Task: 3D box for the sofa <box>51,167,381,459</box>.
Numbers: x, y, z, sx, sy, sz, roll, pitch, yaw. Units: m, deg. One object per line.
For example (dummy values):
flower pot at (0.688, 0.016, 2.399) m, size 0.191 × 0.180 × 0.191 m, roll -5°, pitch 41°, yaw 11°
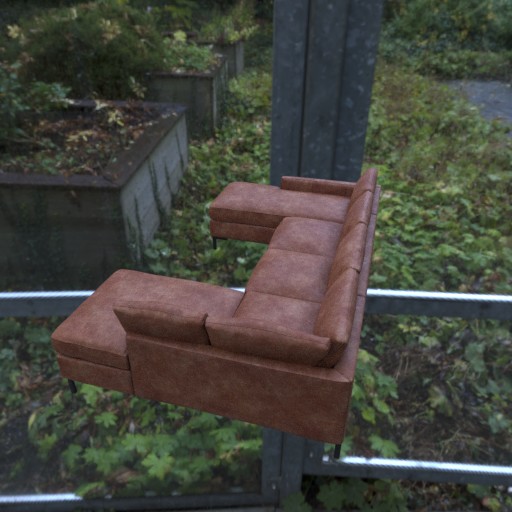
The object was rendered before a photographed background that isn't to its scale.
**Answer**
sofa at (0.000, 0.000, 3.865) m, size 1.939 × 0.900 × 2.956 m, roll 9°, pitch 32°, yaw 14°
